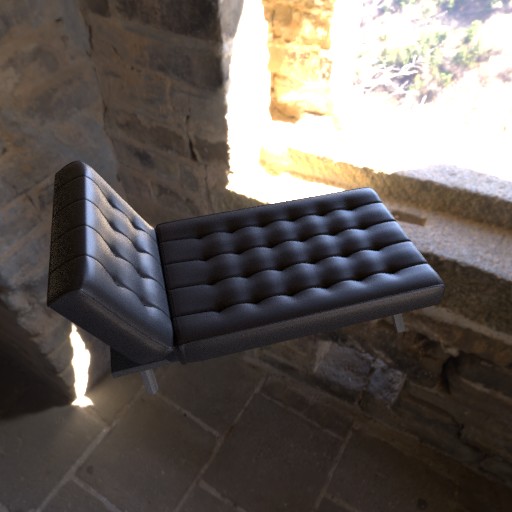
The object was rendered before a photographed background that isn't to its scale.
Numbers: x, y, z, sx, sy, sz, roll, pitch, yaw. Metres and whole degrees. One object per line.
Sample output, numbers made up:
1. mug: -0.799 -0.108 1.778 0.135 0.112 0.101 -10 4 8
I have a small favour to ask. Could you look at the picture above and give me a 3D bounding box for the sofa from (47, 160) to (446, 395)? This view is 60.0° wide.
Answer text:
1. sofa: 0.000 0.000 2.024 1.560 0.820 0.760 -11 47 -11
